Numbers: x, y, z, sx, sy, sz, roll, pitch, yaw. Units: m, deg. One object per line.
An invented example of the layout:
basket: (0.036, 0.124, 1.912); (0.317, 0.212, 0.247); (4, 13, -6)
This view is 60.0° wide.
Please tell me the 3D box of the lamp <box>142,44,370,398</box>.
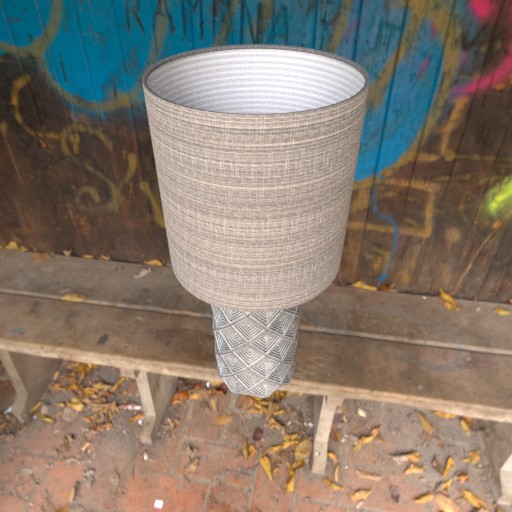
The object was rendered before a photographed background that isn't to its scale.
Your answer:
lamp: (0.000, 0.000, 0.710); (0.268, 0.566, 0.269); (-12, 40, -15)
